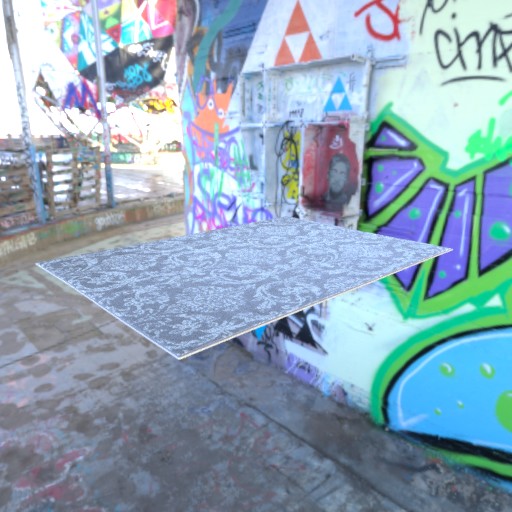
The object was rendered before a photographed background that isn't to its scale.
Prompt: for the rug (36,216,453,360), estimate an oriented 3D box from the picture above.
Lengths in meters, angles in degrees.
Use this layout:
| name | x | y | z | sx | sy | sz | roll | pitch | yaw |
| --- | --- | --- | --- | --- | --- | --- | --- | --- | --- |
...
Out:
| name | x | y | z | sx | sy | sz | roll | pitch | yaw |
| --- | --- | --- | --- | --- | --- | --- | --- | --- | --- |
| rug | 0.000 | 0.000 | 2.863 | 2.206 | 0.014 | 1.578 | -14 | 21 | -41 |
